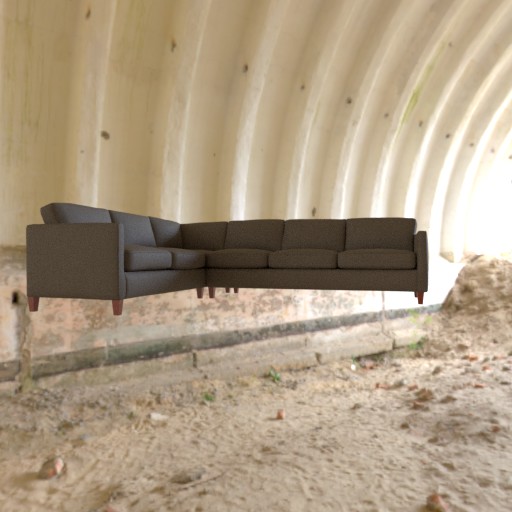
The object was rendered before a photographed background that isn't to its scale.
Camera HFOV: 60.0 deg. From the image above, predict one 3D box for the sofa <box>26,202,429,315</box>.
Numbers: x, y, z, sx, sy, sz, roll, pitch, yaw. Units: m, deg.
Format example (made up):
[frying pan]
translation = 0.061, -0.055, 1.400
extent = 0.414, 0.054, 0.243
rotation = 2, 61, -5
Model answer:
[sofa]
translation = 0.000, 0.000, 4.434
extent = 3.302, 0.947, 2.593
rotation = 0, 0, 17
